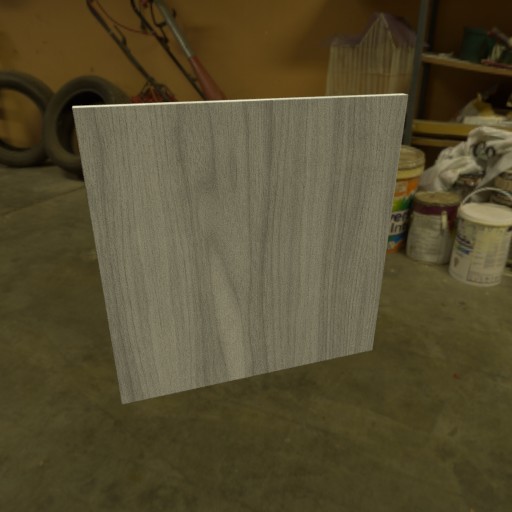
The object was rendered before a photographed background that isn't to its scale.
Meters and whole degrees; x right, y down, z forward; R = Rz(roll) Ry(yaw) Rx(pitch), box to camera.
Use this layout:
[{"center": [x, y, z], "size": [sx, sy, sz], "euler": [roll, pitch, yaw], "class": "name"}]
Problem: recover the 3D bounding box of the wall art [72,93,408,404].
[{"center": [0.000, 0.000, 0.758], "size": [0.508, 0.507, 0.016], "euler": [-8, 27, -16], "class": "wall art"}]
